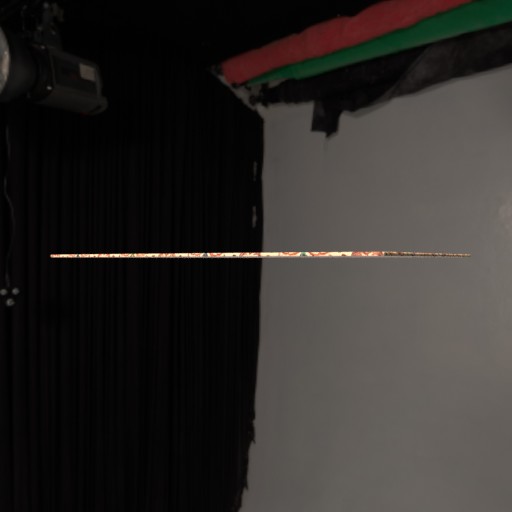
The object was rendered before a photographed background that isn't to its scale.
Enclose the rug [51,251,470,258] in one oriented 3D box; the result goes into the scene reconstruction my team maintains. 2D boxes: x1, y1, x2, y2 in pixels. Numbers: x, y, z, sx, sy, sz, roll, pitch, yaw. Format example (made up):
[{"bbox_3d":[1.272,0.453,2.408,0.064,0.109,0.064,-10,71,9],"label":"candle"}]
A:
[{"bbox_3d":[0.000,0.000,2.911,2.297,0.018,1.541,0,0,37],"label":"rug"}]
